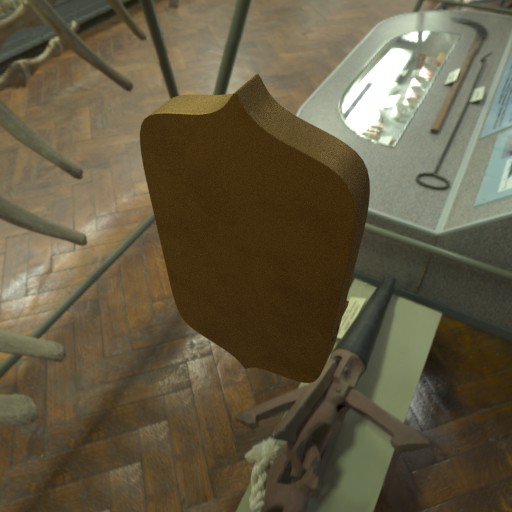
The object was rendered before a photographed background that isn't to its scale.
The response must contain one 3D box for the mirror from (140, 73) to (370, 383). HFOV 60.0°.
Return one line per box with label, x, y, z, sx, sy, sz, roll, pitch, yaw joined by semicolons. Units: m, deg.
mirror;0.000;0.000;0.730;0.323;0.613;0.096;22;52;19
